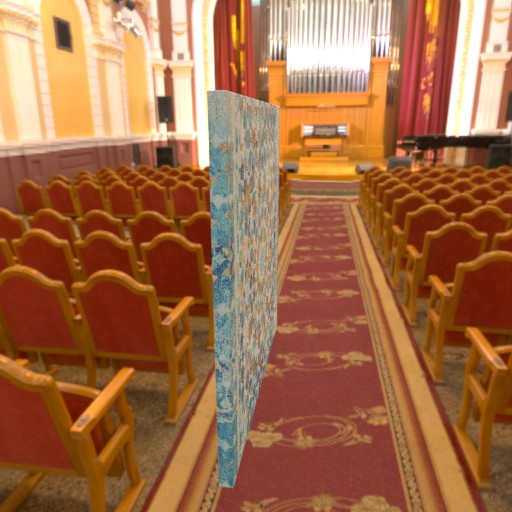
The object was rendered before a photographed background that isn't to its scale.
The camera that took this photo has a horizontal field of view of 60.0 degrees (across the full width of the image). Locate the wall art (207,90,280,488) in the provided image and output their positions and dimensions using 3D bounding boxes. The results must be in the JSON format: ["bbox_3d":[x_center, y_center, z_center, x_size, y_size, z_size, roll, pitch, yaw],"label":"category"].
[{"bbox_3d":[0.000,0.000,1.389,0.040,0.916,0.916,3,17,9],"label":"wall art"}]
